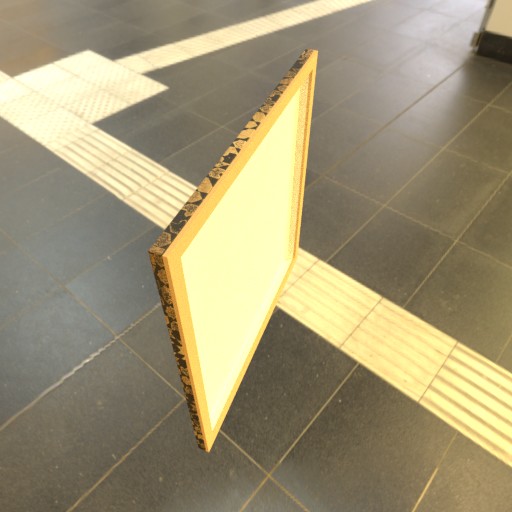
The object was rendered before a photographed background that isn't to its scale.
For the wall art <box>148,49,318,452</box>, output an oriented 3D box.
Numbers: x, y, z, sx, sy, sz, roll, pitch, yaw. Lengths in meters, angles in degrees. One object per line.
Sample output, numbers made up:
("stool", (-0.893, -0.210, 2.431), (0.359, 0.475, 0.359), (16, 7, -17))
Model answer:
("wall art", (0.000, 0.000, 1.375), (0.038, 0.914, 0.914), (16, 49, 15))
